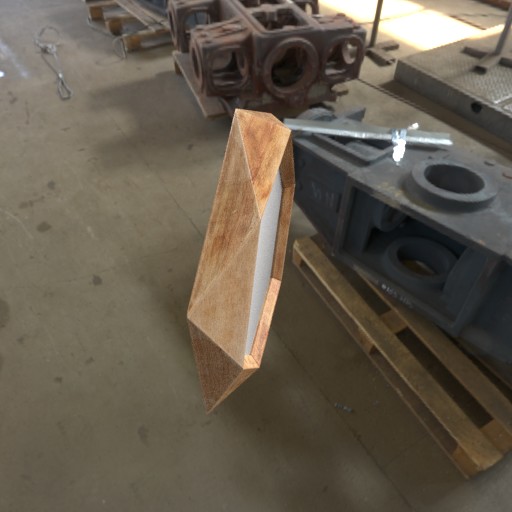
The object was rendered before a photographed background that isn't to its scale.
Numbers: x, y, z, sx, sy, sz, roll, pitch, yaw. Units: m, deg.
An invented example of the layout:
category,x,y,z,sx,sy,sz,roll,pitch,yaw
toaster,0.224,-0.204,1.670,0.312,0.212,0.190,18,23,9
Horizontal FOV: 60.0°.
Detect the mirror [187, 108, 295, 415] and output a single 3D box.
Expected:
category,x,y,z,sx,sy,sz,roll,pitch,yaw
mirror,0.000,0.000,1.096,0.091,0.779,0.675,10,48,9
